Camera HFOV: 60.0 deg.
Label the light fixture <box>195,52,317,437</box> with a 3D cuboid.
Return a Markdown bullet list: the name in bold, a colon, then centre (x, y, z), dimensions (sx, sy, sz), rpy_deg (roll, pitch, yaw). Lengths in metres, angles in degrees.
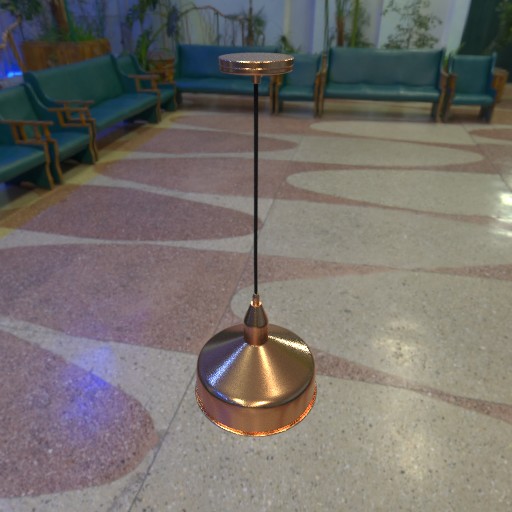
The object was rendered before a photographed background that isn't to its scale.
- **light fixture**: centre (0.000, 0.000, 0.914), dimensions (0.301, 0.754, 0.301), rpy_deg (8, 32, 14)
